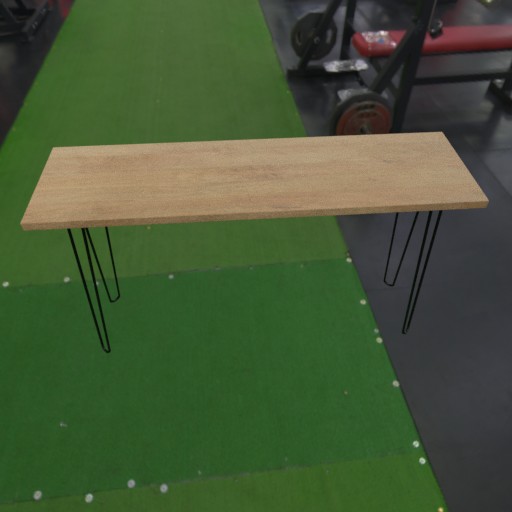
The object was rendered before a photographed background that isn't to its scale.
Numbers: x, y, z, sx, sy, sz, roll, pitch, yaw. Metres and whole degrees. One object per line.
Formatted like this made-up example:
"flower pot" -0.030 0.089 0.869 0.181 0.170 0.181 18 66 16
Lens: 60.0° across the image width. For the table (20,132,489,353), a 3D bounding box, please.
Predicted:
"table" 0.000 0.000 1.744 1.400 0.799 0.399 -3 47 -3
